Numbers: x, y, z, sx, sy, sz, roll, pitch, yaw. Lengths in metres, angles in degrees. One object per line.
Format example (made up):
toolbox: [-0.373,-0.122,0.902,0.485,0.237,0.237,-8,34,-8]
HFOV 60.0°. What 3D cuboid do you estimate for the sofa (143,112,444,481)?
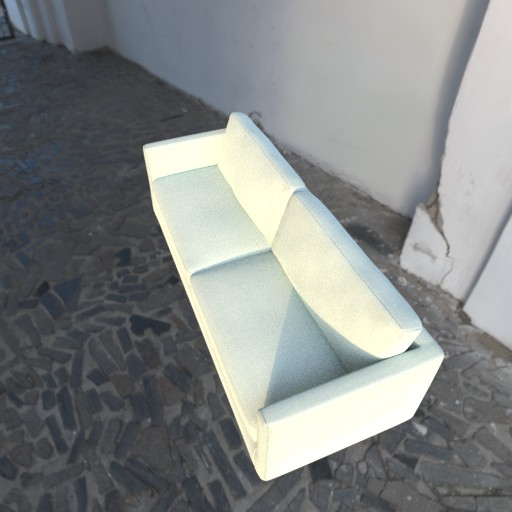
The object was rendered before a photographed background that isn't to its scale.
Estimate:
sofa: [0.000,0.000,2.912,0.948,0.965,2.434,-16,46,-16]
